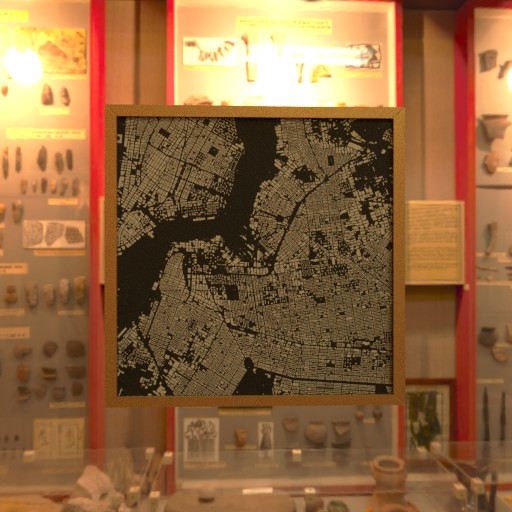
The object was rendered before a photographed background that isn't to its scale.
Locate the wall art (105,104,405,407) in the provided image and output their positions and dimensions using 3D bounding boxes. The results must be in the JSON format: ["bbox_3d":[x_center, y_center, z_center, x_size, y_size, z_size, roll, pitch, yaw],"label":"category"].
[{"bbox_3d":[0.000,0.000,2.891,1.926,1.926,0.099,0,0,-2],"label":"wall art"}]
